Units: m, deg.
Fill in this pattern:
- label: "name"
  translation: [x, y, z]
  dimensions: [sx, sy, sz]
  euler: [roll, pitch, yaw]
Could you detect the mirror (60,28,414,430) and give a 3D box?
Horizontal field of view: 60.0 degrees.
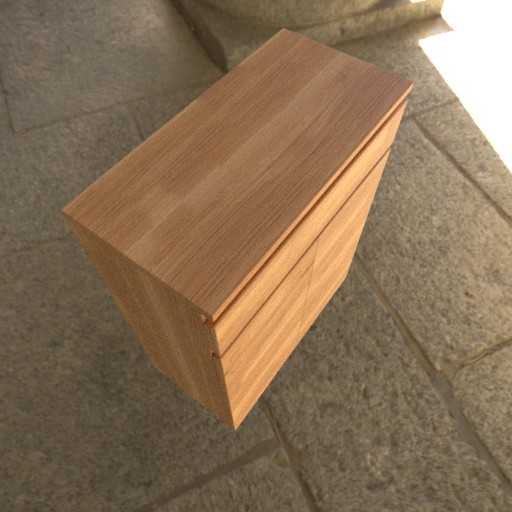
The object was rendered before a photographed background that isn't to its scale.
- label: "mirror"
  translation: [0.000, 0.000, 1.429]
  dimensions: [0.400, 1.000, 0.800]
  euler: [32, 63, 18]
